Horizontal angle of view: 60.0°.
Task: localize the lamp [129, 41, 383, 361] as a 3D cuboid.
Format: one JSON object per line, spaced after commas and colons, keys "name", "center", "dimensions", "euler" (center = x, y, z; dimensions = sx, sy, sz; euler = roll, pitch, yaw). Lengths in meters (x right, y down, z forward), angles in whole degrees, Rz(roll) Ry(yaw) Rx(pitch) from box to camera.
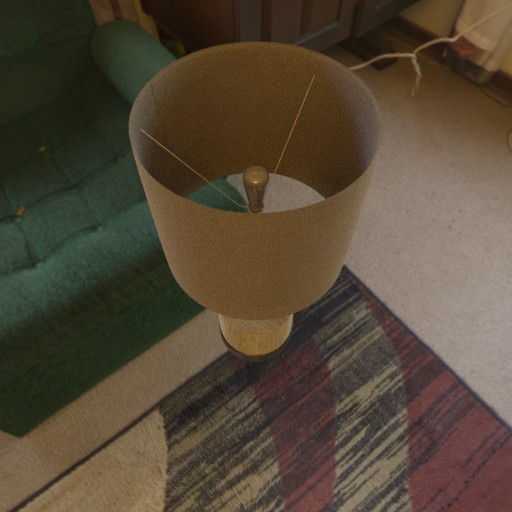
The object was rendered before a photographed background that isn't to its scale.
{"name": "lamp", "center": [0.000, 0.000, 0.596], "dimensions": [0.229, 0.470, 0.229], "euler": [30, 62, 18]}
